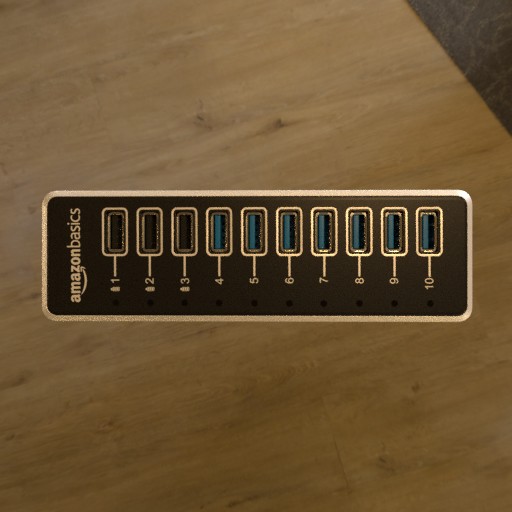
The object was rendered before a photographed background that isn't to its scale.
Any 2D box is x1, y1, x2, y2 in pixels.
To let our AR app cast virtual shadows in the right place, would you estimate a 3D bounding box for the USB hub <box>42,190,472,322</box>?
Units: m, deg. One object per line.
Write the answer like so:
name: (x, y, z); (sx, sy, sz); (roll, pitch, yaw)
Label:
USB hub: (0.000, 0.000, 0.160); (0.145, 0.023, 0.044); (0, 90, 1)
